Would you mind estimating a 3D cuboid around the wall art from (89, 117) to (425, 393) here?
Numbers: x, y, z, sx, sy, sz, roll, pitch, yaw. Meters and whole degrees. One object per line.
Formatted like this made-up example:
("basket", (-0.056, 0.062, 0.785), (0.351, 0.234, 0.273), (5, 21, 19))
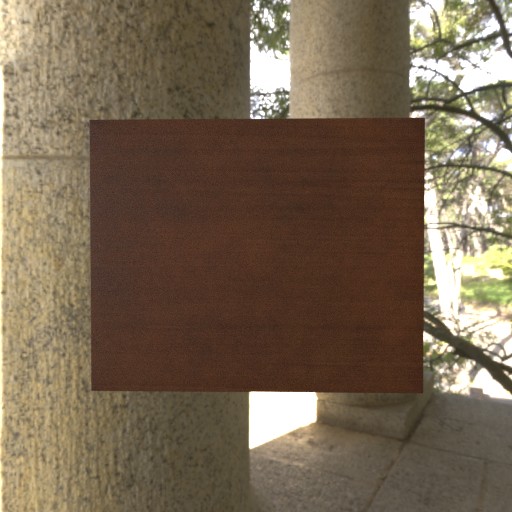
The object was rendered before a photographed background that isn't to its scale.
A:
("wall art", (0.000, 0.000, 0.757), (0.558, 0.457, 0.033), (0, 1, 1))
